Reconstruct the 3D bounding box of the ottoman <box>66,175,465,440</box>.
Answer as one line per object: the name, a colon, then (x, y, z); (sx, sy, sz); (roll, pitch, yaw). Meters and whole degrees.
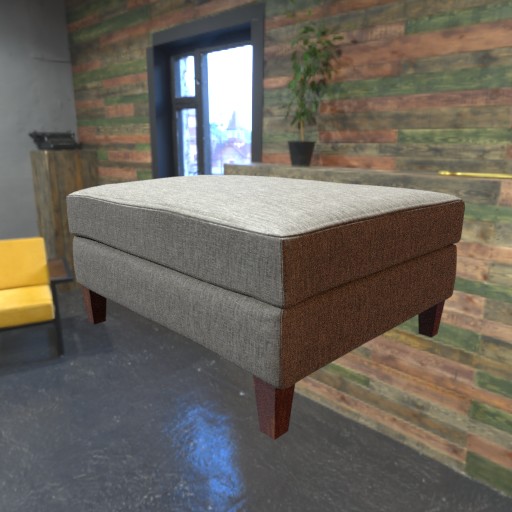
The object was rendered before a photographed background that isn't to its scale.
ottoman: (0.000, 0.000, 1.438); (0.839, 0.492, 0.994); (-13, 20, -43)
